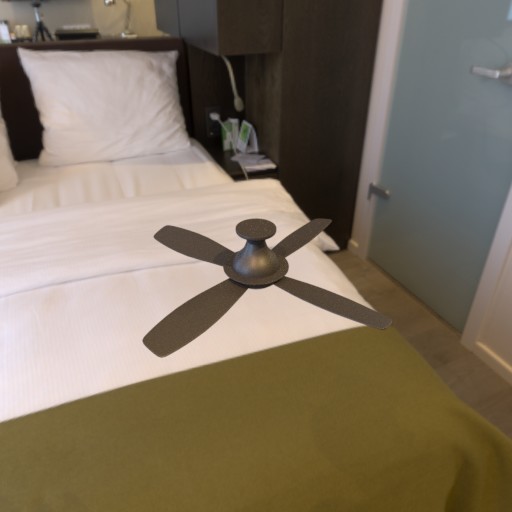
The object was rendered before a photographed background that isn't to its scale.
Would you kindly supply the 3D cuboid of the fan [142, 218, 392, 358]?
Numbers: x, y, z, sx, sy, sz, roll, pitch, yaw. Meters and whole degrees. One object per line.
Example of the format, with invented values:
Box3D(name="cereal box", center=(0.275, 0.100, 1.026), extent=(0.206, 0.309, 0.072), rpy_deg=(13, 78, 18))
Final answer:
Box3D(name="fan", center=(0.000, 0.000, 2.632), extent=(1.694, 0.382, 1.694), rpy_deg=(21, 38, 30))
